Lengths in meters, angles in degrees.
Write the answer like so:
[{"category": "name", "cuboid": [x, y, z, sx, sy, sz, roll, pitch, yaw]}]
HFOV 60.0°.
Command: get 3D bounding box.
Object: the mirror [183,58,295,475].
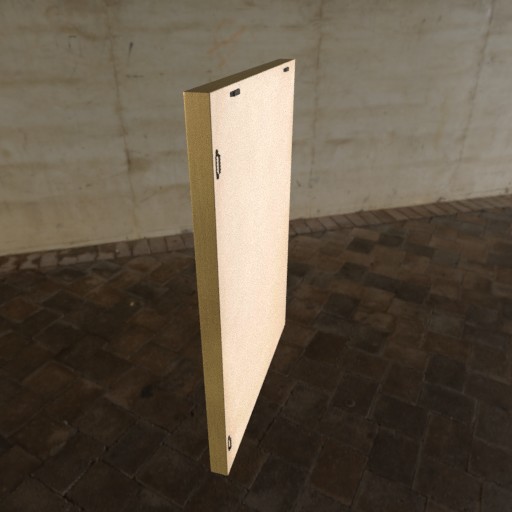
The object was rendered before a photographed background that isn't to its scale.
[{"category": "mirror", "cuboid": [0.000, 0.000, 0.917, 0.040, 0.710, 0.507, 8, 29, 14]}]
